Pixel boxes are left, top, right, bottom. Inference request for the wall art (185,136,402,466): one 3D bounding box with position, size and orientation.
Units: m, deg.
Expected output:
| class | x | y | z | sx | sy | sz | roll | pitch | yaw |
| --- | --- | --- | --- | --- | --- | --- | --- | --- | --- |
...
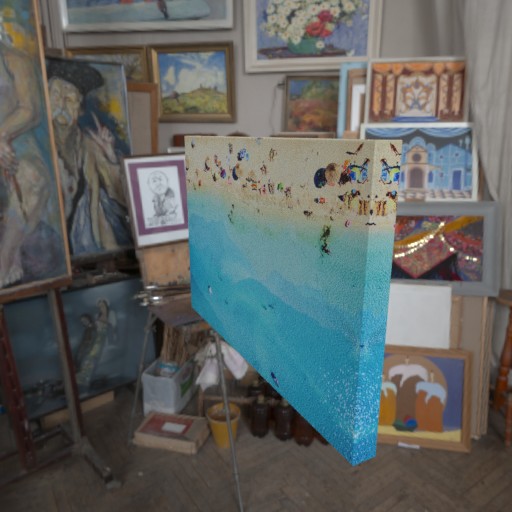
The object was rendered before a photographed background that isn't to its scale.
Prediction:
| class | x | y | z | sx | sy | sz | roll | pitch | yaw |
| --- | --- | --- | --- | --- | --- | --- | --- | --- | --- |
| wall art | 0.000 | 0.000 | 0.783 | 0.039 | 0.406 | 0.609 | -8 | 17 | -27 |
